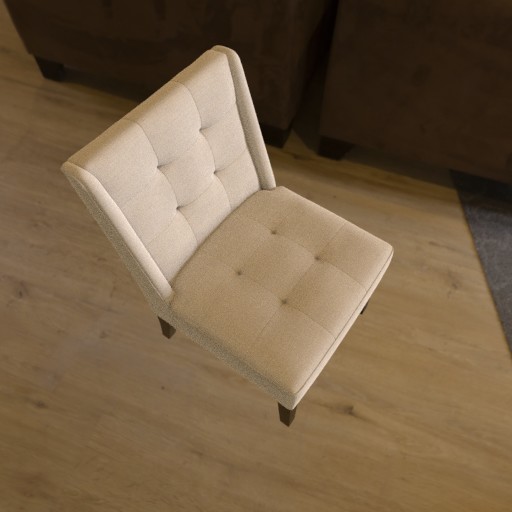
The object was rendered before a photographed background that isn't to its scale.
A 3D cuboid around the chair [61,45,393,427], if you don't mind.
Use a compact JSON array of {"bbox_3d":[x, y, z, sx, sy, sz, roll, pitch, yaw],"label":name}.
[{"bbox_3d":[0.000,0.000,1.326,0.676,0.853,0.569,32,63,18],"label":"chair"}]
